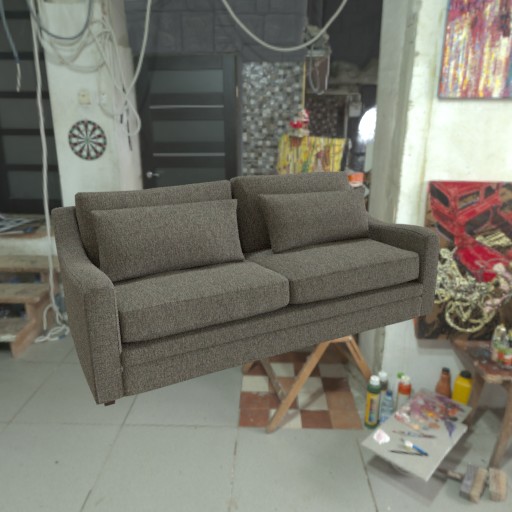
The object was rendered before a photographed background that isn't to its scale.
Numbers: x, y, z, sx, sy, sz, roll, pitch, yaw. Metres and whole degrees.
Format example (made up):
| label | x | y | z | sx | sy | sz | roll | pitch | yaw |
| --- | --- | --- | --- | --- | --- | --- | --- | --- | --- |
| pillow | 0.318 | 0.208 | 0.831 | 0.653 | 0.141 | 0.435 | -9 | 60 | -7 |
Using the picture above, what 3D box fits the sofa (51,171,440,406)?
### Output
| label | x | y | z | sx | sy | sz | roll | pitch | yaw |
| --- | --- | --- | --- | --- | --- | --- | --- | --- | --- |
| sofa | 0.000 | 0.000 | 3.014 | 2.418 | 0.998 | 1.103 | -9 | 19 | -27 |
